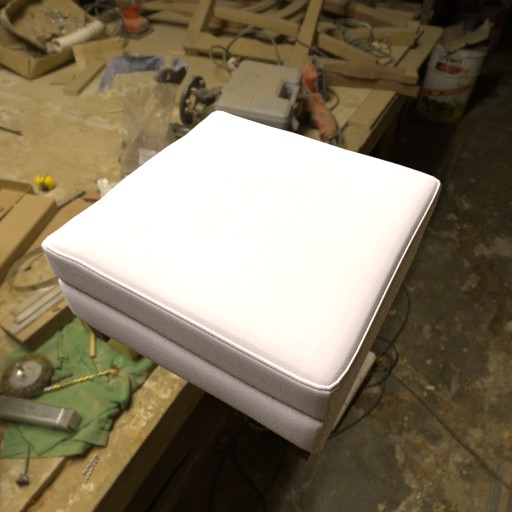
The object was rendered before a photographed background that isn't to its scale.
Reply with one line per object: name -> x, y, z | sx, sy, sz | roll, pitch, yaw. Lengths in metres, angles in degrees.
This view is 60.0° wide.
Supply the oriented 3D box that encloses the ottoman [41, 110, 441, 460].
ottoman -> 0.000, 0.000, 1.361 | 0.838, 0.479, 0.838 | 23, 50, 21
